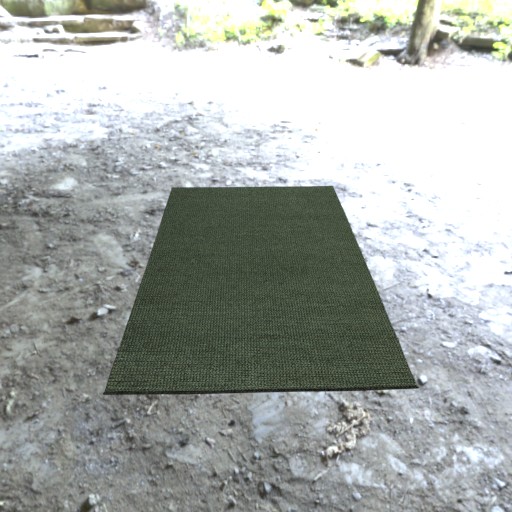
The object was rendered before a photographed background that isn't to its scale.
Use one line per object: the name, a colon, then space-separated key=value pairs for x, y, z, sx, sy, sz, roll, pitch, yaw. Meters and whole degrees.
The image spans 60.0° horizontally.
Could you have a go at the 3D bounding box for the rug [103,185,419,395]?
rug: x=0.000 y=0.000 z=3.170 sx=1.538 sy=0.021 sz=2.443 roll=-1 pitch=33 yaw=-1
